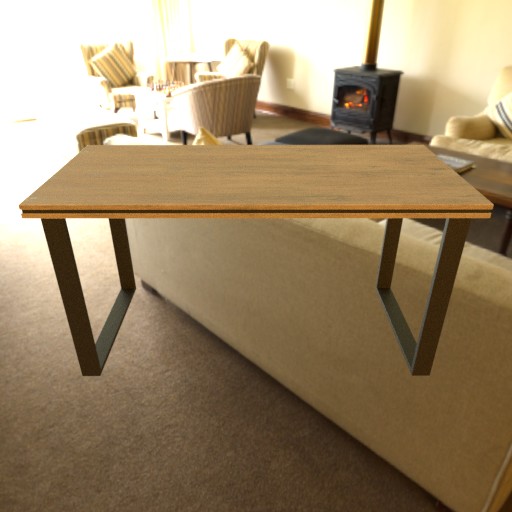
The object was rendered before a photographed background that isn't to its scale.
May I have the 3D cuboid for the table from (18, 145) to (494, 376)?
[{"bbox_3d":[0.000,0.000,2.225,1.778,0.899,0.795,0,30,0],"label":"table"}]
